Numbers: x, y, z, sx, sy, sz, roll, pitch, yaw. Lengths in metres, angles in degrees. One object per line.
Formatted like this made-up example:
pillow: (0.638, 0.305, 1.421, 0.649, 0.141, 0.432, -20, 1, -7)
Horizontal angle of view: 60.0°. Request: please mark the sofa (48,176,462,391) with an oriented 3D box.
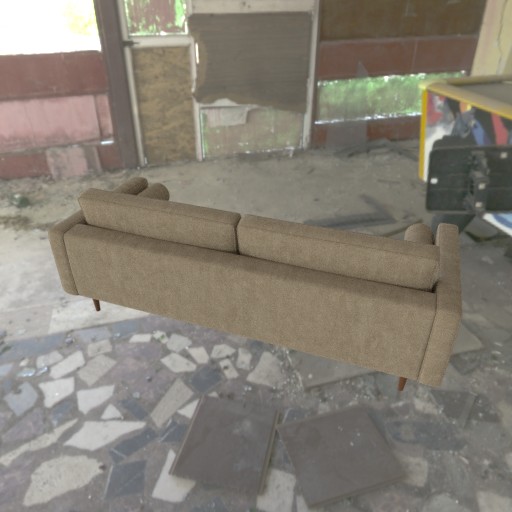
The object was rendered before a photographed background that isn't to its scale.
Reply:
sofa: (0.000, 0.000, 2.632, 2.200, 0.770, 0.919, 11, 34, 17)
